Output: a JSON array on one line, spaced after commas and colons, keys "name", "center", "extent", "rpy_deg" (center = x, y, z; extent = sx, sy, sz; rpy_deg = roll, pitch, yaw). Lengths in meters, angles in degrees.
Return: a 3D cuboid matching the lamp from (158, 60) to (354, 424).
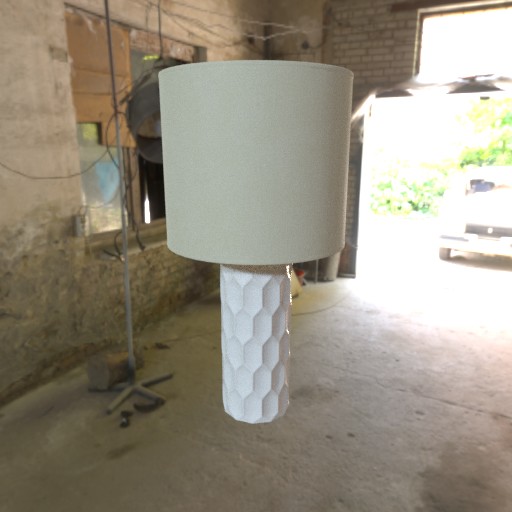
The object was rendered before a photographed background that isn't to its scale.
[{"name": "lamp", "center": [0.000, 0.000, 0.709], "extent": [0.277, 0.537, 0.277], "rpy_deg": [-2, 15, -9]}]
